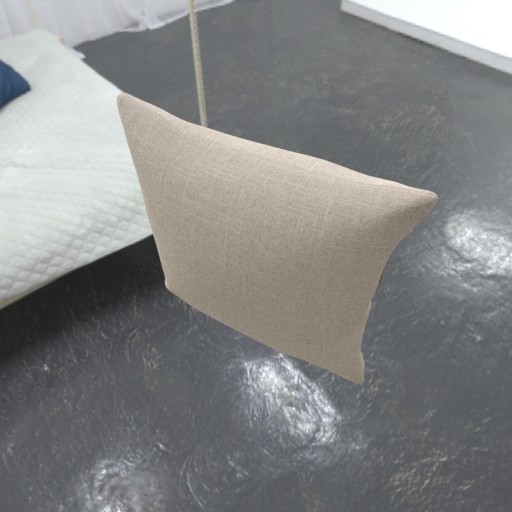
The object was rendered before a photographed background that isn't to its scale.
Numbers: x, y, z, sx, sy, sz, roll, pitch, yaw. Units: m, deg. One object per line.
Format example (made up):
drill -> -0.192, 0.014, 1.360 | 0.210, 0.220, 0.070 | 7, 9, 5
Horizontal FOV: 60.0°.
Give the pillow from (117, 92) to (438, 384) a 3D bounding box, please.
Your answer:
pillow -> 0.000, 0.000, 0.649 | 0.414, 0.399, 0.173 | 23, 51, 20
